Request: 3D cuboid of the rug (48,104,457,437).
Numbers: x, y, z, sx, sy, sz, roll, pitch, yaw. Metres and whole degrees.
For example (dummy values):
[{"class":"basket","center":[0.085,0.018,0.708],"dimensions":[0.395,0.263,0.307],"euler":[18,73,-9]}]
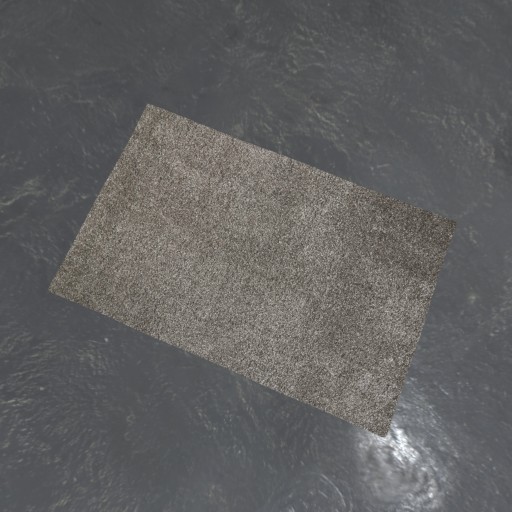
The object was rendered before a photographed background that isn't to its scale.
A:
[{"class":"rug","center":[0.000,0.000,2.975],"dimensions":[2.352,0.025,1.501],"euler":[22,77,5]}]
